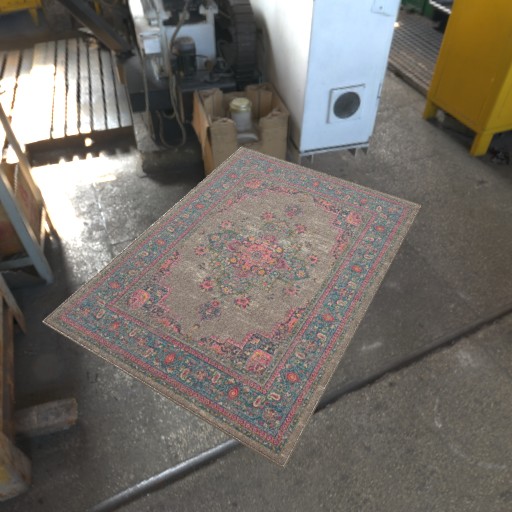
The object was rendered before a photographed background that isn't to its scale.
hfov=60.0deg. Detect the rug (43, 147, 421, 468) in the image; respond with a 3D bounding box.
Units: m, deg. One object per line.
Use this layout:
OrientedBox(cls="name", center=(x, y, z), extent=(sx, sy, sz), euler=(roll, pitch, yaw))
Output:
OrientedBox(cls="rug", center=(0.000, 0.000, 2.977), extent=(1.609, 0.013, 2.214), euler=(23, 50, 21))
